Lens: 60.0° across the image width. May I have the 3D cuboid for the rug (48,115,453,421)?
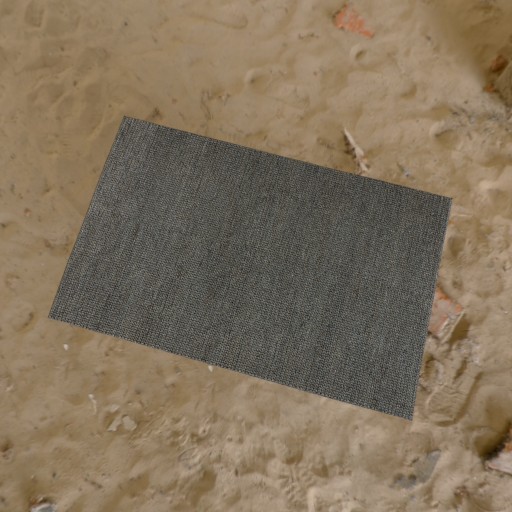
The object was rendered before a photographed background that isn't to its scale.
[{"bbox_3d":[0.000,0.000,3.012,2.443,0.021,1.538,15,77,3],"label":"rug"}]
